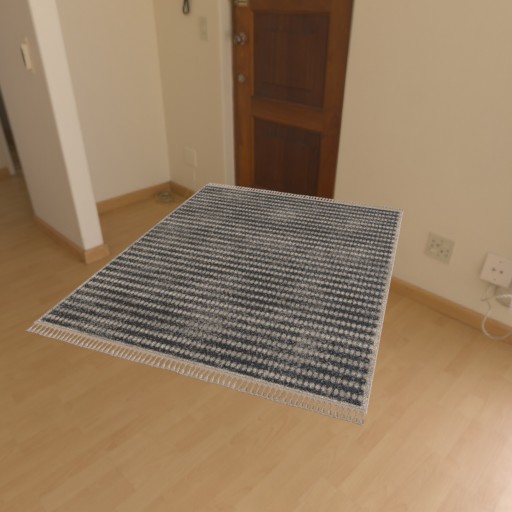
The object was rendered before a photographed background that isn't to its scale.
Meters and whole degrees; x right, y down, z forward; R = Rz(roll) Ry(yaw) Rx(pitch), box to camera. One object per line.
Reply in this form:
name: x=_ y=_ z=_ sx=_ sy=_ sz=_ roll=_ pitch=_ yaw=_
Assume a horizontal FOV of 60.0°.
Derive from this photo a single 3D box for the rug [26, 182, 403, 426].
rug: x=0.000 y=0.000 z=3.822 sx=2.256 sy=0.013 sz=2.910 roll=10 pitch=32 yaw=17
